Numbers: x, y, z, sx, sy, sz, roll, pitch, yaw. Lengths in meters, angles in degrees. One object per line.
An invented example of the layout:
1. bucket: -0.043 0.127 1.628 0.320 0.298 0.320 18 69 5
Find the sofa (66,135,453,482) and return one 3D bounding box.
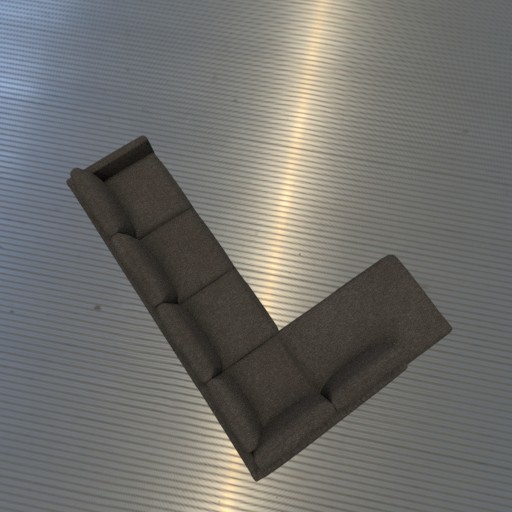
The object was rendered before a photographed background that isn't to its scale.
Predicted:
1. sofa: 0.000 0.000 3.848 2.007 0.815 2.949 -34 78 -8
